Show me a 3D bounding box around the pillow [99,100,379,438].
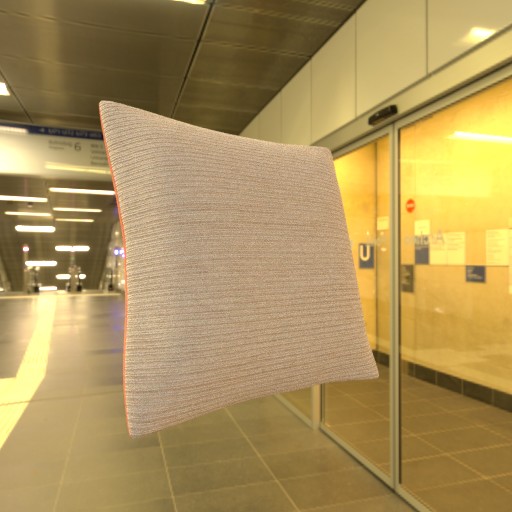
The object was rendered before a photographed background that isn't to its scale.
[{"bbox_3d":[0.000,0.000,0.651,0.424,0.401,0.177,0,-1,-37],"label":"pillow"}]
